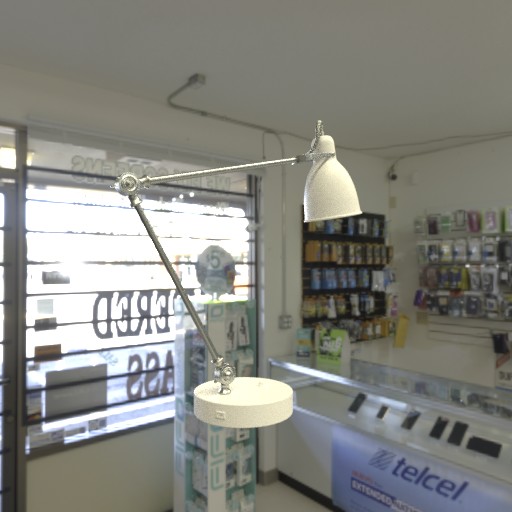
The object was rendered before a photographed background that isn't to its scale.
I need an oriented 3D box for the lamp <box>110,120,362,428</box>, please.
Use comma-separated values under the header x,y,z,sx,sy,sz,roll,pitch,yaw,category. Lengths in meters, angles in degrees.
x,y,z,sx,sy,sz,roll,pitch,yaw,category
0.000,0.000,0.865,0.561,0.587,0.187,1,-2,-37,lamp
